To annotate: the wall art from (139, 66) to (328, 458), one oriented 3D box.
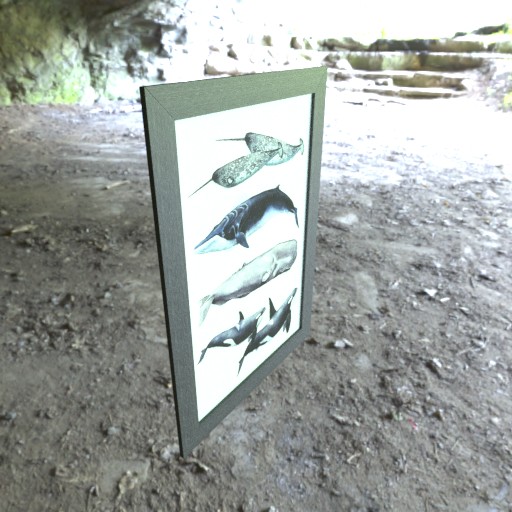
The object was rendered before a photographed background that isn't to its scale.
[{"bbox_3d":[0.000,0.000,1.464,0.016,1.116,0.810,18,32,32],"label":"wall art"}]
